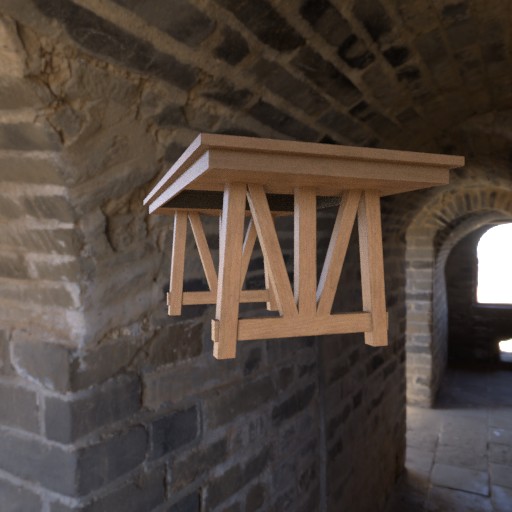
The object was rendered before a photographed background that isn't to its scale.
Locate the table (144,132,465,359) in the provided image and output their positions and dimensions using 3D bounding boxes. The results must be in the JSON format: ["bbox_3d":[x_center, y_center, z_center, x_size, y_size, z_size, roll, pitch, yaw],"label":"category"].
[{"bbox_3d":[0.000,0.000,2.402,1.016,0.768,1.881,0,1,-19],"label":"table"}]
